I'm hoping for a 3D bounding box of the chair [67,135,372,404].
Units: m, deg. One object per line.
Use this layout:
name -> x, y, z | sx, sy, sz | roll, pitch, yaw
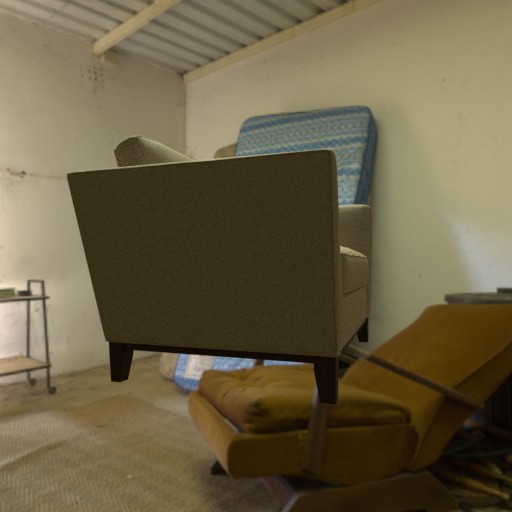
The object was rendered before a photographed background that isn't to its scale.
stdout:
chair -> 0.000, 0.000, 2.084 | 0.965, 0.940, 1.397 | 0, -1, 19
